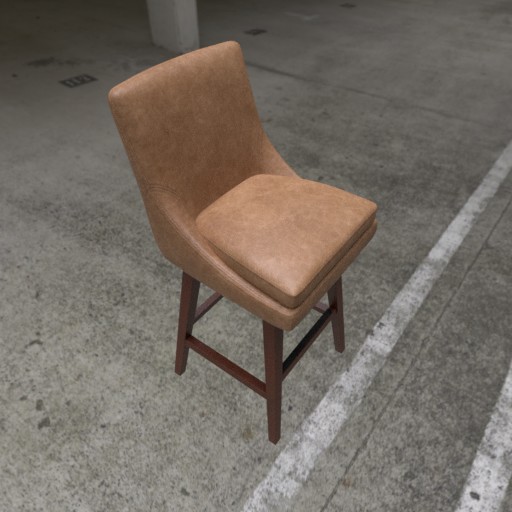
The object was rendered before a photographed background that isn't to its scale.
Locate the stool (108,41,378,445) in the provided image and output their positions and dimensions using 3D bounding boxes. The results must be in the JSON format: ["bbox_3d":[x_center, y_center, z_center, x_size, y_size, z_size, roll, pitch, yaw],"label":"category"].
[{"bbox_3d":[0.000,0.000,1.383,0.572,1.079,0.487,27,49,26],"label":"stool"}]
